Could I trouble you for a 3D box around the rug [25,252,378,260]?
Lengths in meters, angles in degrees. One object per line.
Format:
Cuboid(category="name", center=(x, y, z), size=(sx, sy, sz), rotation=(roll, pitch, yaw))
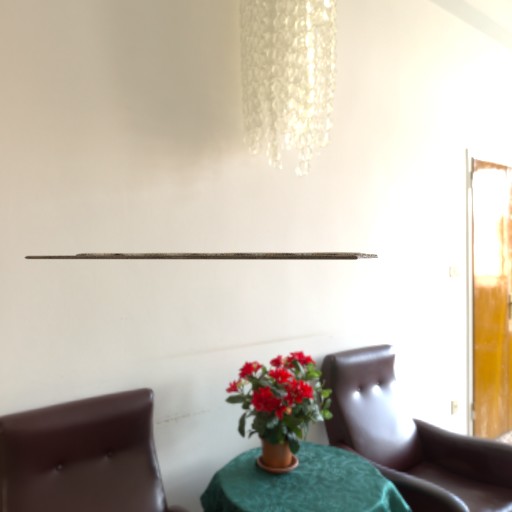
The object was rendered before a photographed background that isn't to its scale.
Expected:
Cuboid(category="rug", center=(0.000, 0.000, 2.931), size=(1.513, 0.033, 2.333), rotation=(0, 0, 17))
